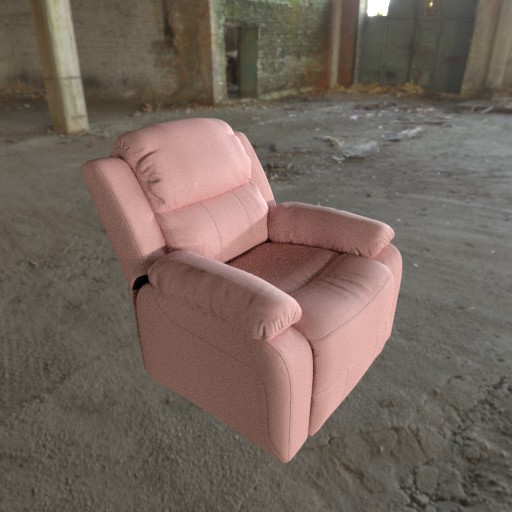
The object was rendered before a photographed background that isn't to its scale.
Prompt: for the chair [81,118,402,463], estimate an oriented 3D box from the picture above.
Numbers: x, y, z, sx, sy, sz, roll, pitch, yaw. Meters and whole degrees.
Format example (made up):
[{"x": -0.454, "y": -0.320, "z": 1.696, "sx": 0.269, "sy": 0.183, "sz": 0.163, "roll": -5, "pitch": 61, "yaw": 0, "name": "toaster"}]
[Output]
[{"x": 0.000, "y": 0.000, "z": 1.269, "sx": 0.709, "sy": 0.702, "sz": 0.680, "roll": 17, "pitch": 30, "yaw": 33, "name": "chair"}]
